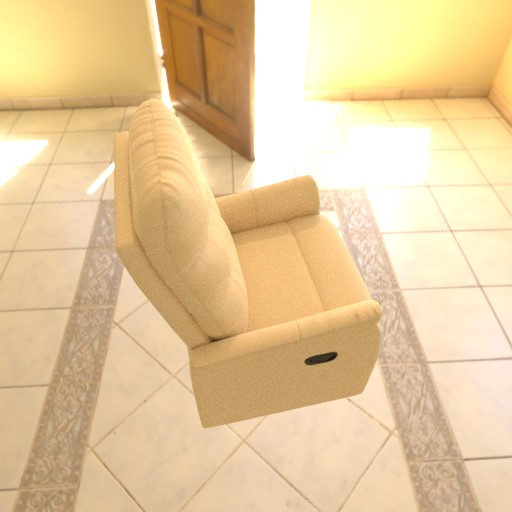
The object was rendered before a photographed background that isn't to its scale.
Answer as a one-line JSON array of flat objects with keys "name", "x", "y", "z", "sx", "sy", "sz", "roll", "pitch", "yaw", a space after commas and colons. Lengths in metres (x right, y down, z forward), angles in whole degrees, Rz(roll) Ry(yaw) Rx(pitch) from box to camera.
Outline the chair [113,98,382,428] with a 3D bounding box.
[{"name": "chair", "x": 0.000, "y": 0.000, "z": 1.618, "sx": 0.831, "sy": 1.082, "sz": 0.775, "roll": -9, "pitch": 48, "yaw": -9}]
